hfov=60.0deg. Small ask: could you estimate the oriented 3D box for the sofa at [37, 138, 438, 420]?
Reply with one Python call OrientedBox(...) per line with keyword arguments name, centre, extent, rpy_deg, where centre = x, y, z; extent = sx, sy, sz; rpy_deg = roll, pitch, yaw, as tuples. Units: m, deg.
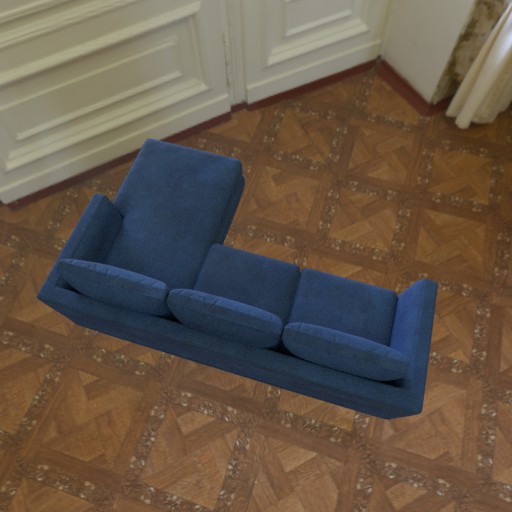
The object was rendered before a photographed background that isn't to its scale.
OrientedBox(name="sofa", centre=(0.000, 0.000, 3.219), extent=(2.438, 0.987, 1.622), rpy_deg=(15, 64, 8))
